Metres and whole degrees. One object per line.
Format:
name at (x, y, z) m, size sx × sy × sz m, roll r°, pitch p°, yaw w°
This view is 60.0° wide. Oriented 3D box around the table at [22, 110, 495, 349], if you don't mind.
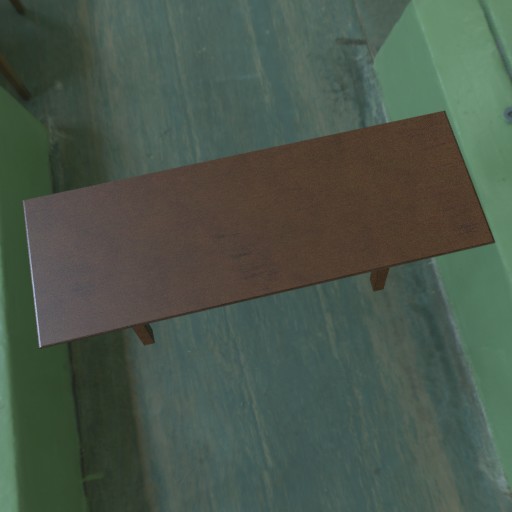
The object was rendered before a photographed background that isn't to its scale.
table at (0.000, 0.000, 1.538) m, size 1.197 × 0.763 × 0.399 m, roll -13°, pitch 76°, yaw -3°
